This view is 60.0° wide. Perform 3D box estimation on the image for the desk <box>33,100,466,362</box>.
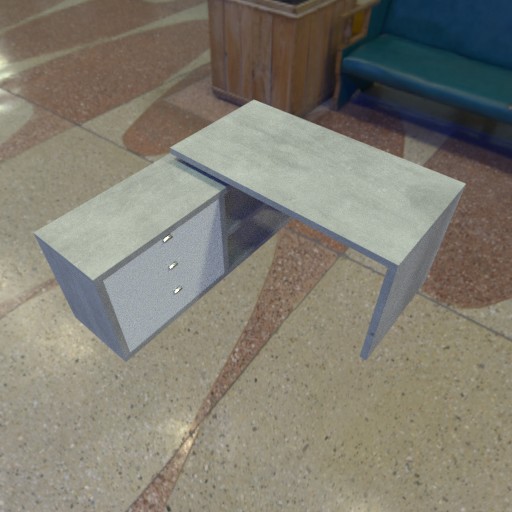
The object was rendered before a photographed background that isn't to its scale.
[{"bbox_3d":[0.000,0.000,2.322,1.400,0.740,1.500,31,53,26],"label":"desk"}]
